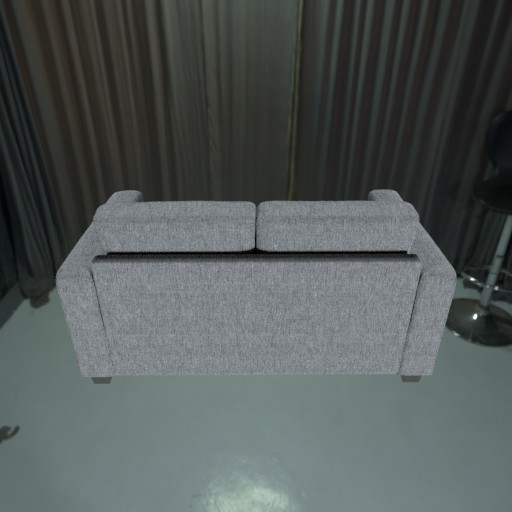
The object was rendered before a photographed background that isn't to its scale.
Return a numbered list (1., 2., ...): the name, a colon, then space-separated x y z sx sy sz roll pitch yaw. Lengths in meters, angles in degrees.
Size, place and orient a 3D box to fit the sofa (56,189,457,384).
1. sofa: 0.000 0.000 2.093 1.520 0.800 0.900 0 30 0
